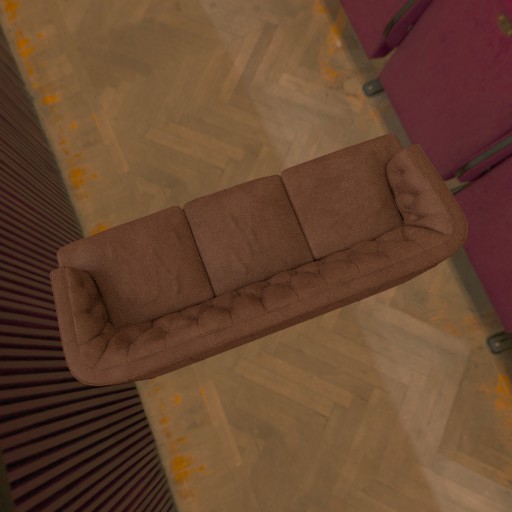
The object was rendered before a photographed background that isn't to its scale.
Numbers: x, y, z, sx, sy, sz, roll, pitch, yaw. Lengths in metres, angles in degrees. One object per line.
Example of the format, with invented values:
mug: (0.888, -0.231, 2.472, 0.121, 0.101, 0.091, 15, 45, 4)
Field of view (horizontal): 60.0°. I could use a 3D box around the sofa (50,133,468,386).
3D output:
sofa: (0.000, 0.000, 2.677, 2.227, 0.787, 0.927, -20, 77, -5)
